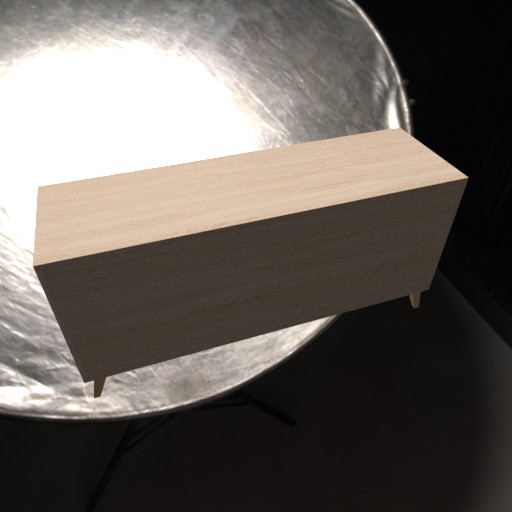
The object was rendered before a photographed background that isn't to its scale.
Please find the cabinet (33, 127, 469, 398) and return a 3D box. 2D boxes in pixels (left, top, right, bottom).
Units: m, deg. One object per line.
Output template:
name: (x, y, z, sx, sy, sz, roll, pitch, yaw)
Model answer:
cabinet: (0.000, 0.000, 2.024, 1.649, 0.780, 0.500, -13, 42, -14)
